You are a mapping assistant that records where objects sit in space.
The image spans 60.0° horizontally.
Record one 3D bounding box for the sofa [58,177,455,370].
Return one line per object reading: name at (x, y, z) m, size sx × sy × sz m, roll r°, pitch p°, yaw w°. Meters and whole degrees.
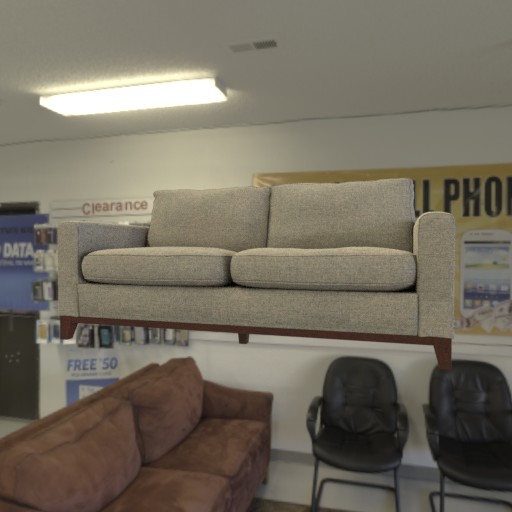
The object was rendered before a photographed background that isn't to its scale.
sofa at (0.000, 0.000, 2.489) m, size 1.978 × 0.892 × 0.969 m, roll 0°, pitch 1°, yaw 18°
